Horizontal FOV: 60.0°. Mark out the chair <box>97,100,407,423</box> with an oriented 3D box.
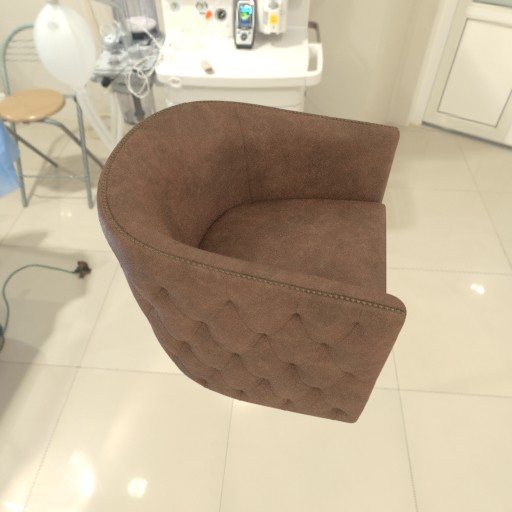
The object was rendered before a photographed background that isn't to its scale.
[{"bbox_3d":[0.000,0.000,1.547,0.870,0.790,0.850,8,48,8],"label":"chair"}]
